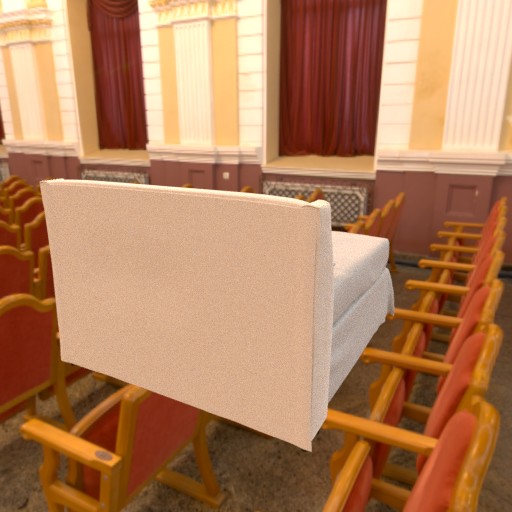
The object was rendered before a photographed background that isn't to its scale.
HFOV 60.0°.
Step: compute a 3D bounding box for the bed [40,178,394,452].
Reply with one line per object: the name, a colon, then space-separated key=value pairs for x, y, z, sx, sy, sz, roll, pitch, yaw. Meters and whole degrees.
bed: x=0.000 y=0.000 z=3.480 sx=1.925 sy=1.332 sz=2.276 roll=9 pitch=19 yaw=28
